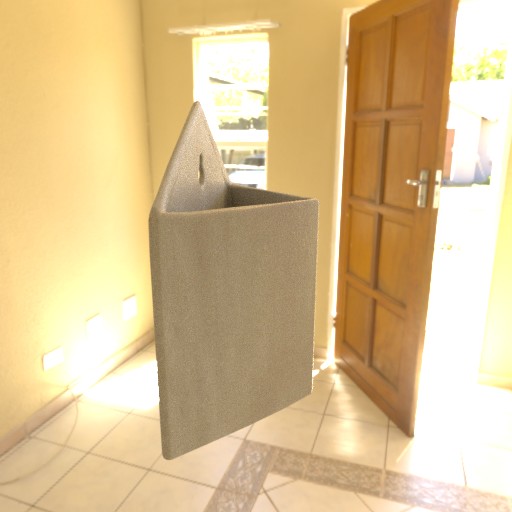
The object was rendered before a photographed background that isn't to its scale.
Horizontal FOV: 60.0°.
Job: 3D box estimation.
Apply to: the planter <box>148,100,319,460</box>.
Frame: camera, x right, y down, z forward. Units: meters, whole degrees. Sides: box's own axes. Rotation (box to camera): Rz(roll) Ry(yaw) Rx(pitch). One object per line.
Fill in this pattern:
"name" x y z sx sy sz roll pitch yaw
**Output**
"planter" 0.000 0.000 0.290 0.080 0.194 0.163 3 15 9
